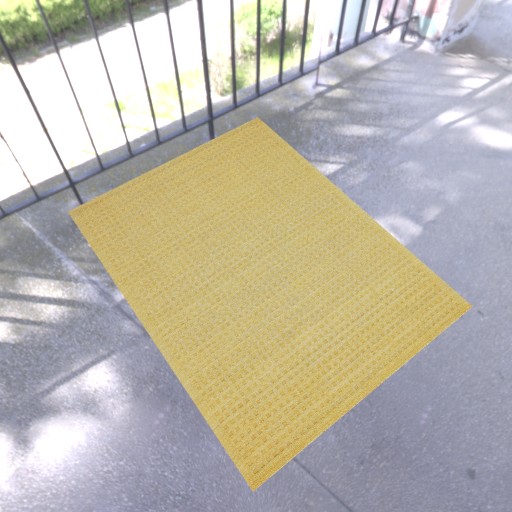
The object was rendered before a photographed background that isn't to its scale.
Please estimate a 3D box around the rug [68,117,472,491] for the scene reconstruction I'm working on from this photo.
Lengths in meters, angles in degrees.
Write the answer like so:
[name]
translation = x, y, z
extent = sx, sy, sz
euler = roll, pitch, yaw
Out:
[rug]
translation = 0.000, 0.000, 4.333
extent = 2.486, 0.015, 3.242
euler = -32, 62, -19
